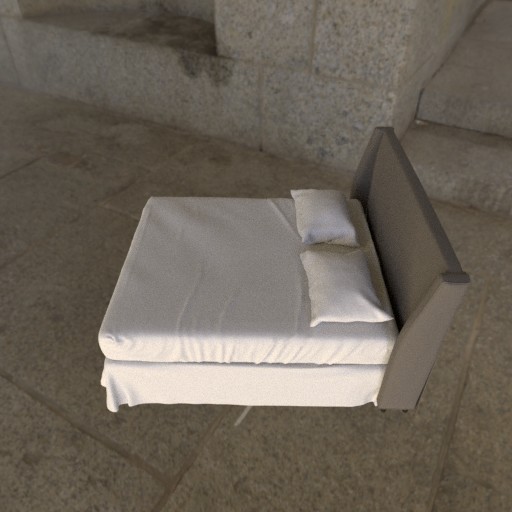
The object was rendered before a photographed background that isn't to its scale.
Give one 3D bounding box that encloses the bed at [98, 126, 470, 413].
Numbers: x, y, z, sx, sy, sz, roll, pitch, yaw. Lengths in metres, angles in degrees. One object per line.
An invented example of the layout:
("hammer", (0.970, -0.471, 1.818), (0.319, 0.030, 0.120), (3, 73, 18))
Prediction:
("bed", (0.000, 0.000, 3.427), (2.276, 1.332, 1.925), (1, 40, 1))
